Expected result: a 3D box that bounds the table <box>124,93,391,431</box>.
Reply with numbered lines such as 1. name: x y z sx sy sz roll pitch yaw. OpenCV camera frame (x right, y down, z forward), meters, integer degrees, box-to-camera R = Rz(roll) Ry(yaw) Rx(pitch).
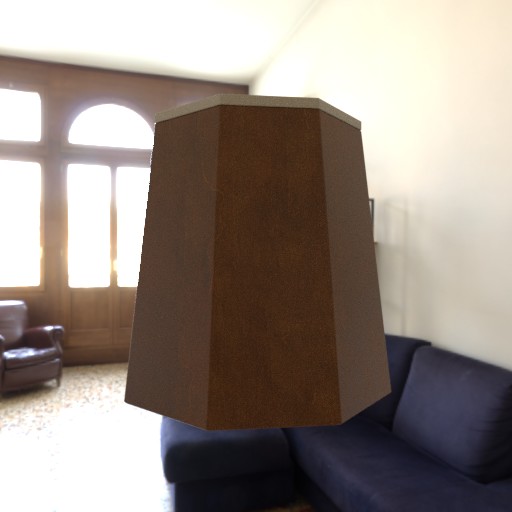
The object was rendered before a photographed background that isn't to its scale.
1. table: 0.000 0.000 0.802 0.439 0.457 0.439 0 0 36
